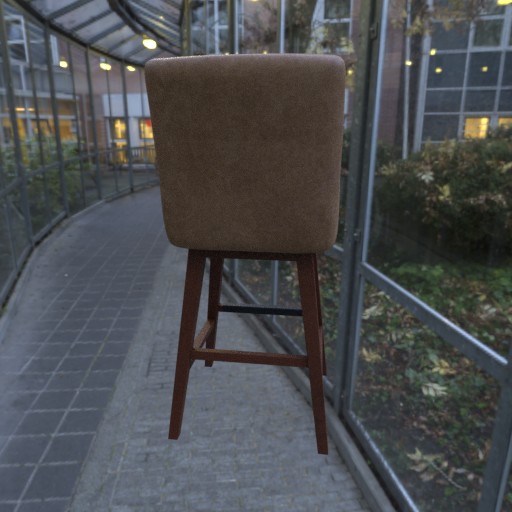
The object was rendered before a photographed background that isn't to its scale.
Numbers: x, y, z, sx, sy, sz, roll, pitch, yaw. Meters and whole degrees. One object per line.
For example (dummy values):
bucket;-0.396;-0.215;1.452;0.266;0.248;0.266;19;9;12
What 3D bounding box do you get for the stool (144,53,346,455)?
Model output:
stool;0.000;0.000;1.382;0.487;1.079;0.572;2;16;8
